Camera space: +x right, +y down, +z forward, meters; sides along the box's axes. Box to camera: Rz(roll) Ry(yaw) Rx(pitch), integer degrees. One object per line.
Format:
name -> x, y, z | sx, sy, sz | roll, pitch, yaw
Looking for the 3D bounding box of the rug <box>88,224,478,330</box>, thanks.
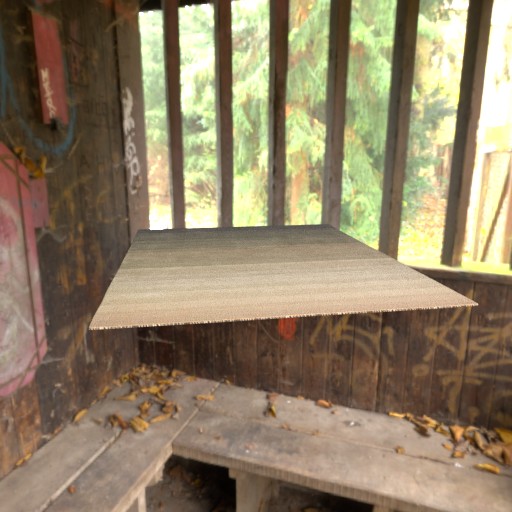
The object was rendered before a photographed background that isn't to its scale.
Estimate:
rug -> 0.000, 0.000, 3.960 | 2.315, 0.015, 2.932 | -2, 14, -9
